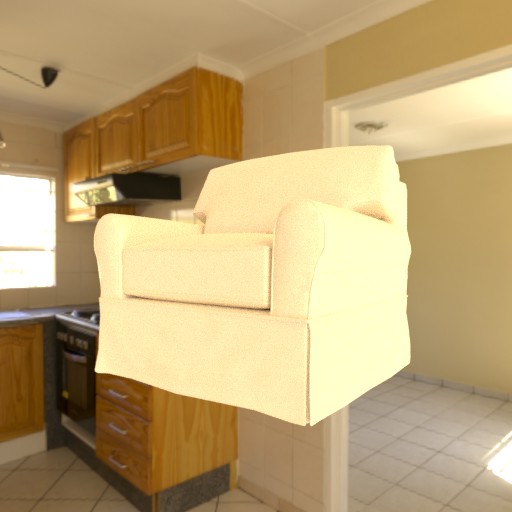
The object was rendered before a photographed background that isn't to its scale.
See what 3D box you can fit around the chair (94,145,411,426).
[{"bbox_3d":[0.000,0.000,1.859,1.099,0.958,0.904,1,1,36],"label":"chair"}]
